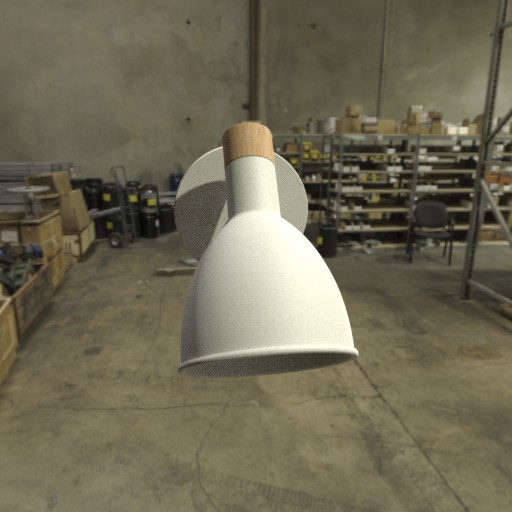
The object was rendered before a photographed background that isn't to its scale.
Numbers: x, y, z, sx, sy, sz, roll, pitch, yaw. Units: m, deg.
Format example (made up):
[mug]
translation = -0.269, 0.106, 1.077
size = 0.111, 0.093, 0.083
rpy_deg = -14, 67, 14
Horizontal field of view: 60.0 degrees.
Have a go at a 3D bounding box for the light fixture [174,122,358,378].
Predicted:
[light fixture]
translation = 0.000, 0.000, 0.341
size = 0.127, 0.199, 0.209
rpy_deg = -2, 15, -8
